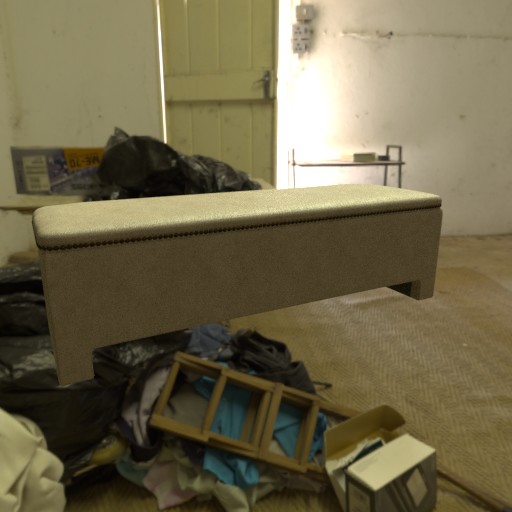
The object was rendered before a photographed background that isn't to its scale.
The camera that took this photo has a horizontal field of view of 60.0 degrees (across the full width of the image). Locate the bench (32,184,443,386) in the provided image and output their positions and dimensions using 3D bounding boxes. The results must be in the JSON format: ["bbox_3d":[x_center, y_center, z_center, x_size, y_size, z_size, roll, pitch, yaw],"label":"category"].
[{"bbox_3d":[0.000,0.000,1.686,1.482,0.447,0.470,-8,18,-27],"label":"bench"}]
